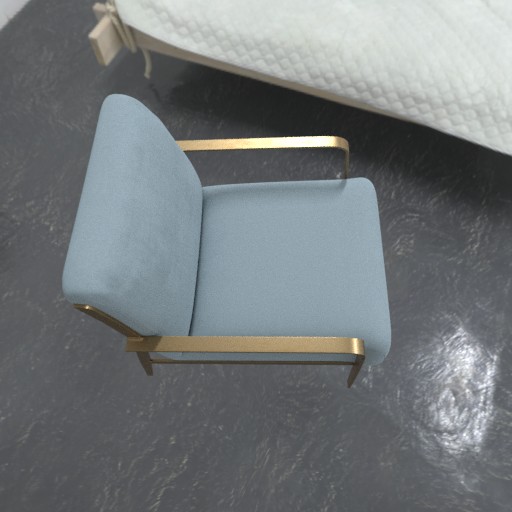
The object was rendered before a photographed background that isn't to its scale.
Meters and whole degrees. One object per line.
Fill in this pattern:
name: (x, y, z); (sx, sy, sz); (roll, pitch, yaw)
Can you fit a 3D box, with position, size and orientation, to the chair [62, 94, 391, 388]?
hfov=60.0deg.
chair: (0.000, 0.000, 1.440); (0.842, 0.824, 0.701); (1, 65, 1)
